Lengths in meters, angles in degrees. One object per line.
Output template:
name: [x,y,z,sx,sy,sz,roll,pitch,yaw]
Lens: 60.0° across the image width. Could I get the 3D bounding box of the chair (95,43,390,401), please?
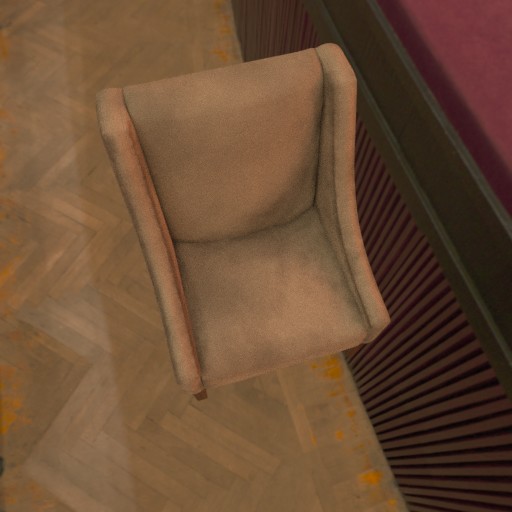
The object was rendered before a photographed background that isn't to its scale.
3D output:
chair: [0.000,0.000,1.332,0.629,0.895,0.629,-15,65,-7]
